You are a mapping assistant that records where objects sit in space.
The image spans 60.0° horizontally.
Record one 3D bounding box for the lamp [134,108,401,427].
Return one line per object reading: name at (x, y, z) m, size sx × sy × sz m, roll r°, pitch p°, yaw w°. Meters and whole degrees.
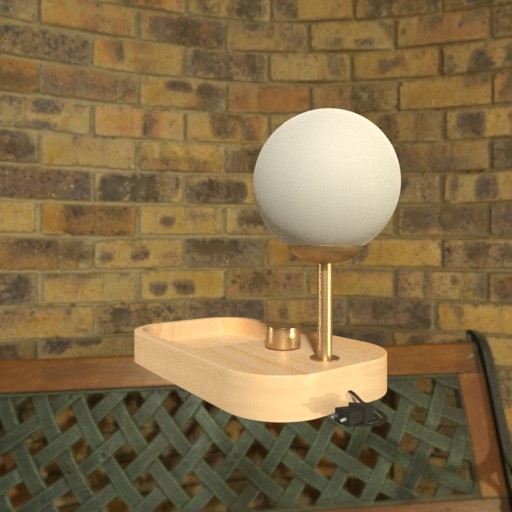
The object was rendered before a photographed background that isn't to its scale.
lamp at (0.000, 0.000, 0.468) m, size 0.173 × 0.253 × 0.331 m, roll -1°, pitch 1°, yaw -37°
